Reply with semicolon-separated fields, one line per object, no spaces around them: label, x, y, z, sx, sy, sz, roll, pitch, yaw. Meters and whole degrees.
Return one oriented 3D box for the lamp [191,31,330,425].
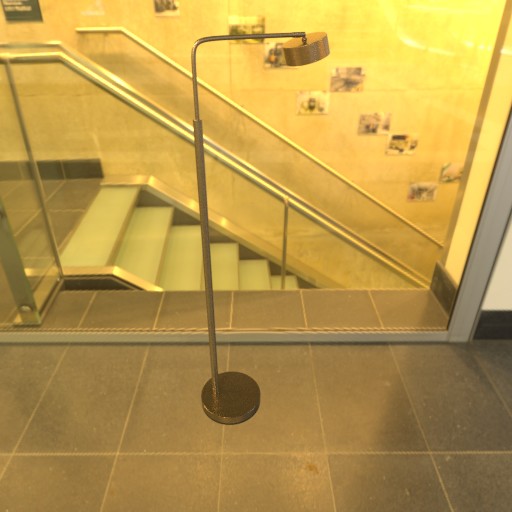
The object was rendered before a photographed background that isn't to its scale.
lamp;0.000;0.000;1.371;0.418;1.230;0.219;-11;33;-17
